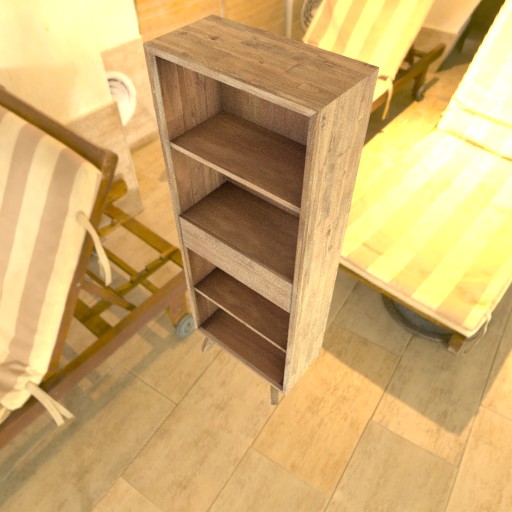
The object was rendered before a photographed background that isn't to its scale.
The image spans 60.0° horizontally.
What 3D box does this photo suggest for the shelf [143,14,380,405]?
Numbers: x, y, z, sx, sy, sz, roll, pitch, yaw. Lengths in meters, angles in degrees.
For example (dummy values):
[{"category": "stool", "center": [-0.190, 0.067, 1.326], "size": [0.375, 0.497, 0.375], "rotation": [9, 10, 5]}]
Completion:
[{"category": "shelf", "center": [0.000, 0.000, 1.493], "size": [0.491, 1.342, 0.267], "rotation": [31, 55, 25]}]
